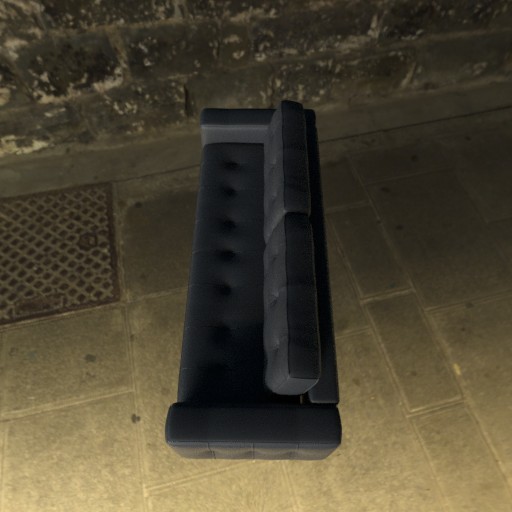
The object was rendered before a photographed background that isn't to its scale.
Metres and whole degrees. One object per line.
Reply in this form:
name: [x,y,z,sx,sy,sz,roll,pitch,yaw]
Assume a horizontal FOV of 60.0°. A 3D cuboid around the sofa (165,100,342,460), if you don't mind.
sofa: [0.000,0.000,2.758,0.833,0.893,2.275,1,59,0]
